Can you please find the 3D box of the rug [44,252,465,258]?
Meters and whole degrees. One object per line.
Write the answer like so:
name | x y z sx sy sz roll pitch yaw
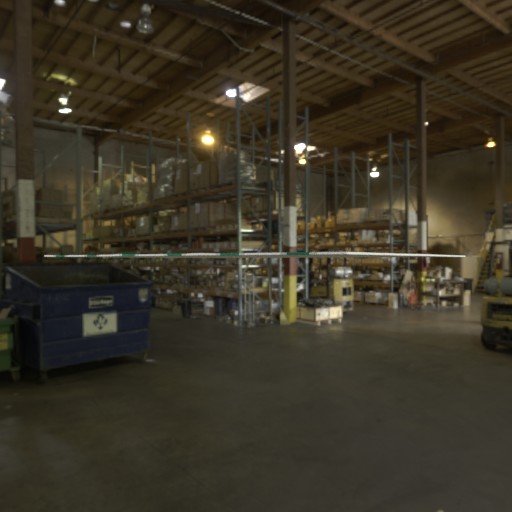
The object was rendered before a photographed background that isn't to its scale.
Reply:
rug | 0.000 0.000 4.081 3.041 0.019 2.434 0 -1 38
